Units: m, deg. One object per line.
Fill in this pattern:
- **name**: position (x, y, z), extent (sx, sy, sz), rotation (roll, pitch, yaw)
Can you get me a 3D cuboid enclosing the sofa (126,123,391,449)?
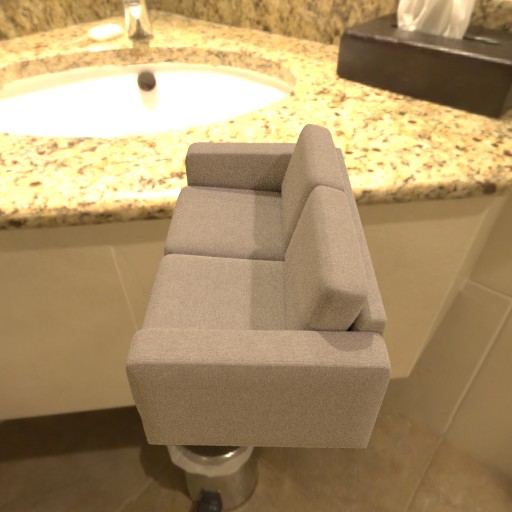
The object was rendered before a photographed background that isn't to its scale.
- **sofa**: position (0.000, 0.000, 2.078), extent (0.900, 0.800, 1.540), rotation (1, 41, 1)
